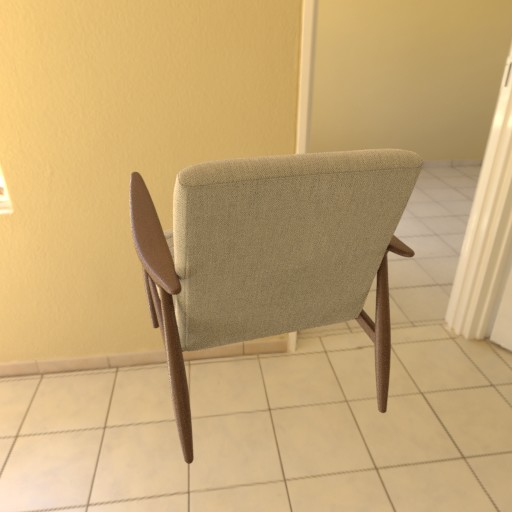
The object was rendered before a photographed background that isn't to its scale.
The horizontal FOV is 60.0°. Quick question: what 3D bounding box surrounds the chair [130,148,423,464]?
[{"bbox_3d":[0.000,0.000,1.421,0.741,0.832,0.798,-8,29,-15],"label":"chair"}]
